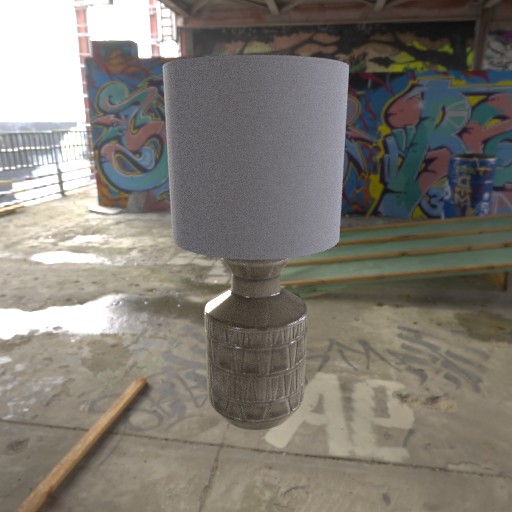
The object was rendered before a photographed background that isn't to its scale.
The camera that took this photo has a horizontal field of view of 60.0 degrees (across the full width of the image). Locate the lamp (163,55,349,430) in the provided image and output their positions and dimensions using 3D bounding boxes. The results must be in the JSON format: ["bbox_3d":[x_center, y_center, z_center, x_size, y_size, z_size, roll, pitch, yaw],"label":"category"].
[{"bbox_3d":[0.000,0.000,0.578,0.211,0.455,0.211,9,19,28],"label":"lamp"}]
